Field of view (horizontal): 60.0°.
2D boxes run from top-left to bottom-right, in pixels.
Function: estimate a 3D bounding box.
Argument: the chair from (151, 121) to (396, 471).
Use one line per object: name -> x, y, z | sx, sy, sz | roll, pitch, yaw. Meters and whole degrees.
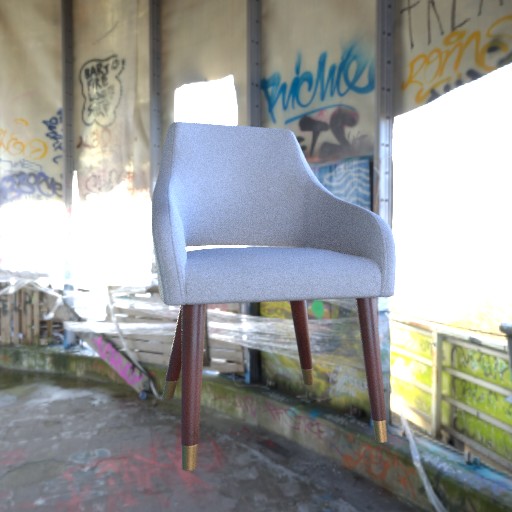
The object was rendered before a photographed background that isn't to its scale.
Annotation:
chair -> 0.000, 0.000, 1.278 | 0.609, 0.889, 0.600 | -1, 2, -17
